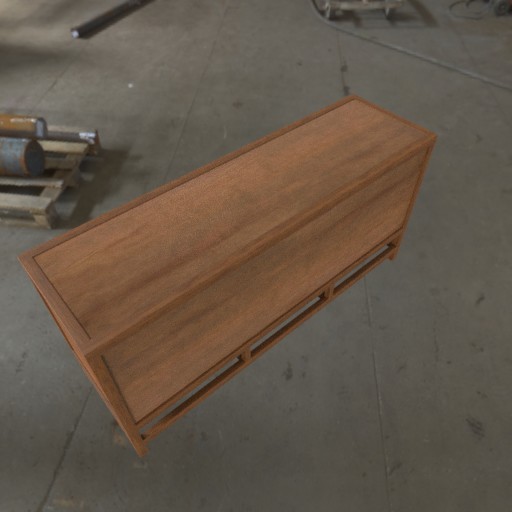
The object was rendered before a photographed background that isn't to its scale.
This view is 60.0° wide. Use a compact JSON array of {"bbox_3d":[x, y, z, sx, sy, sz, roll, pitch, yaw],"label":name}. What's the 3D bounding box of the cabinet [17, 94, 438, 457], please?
[{"bbox_3d":[0.000,0.000,2.040,1.708,0.820,0.522,-32,55,-26],"label":"cabinet"}]
